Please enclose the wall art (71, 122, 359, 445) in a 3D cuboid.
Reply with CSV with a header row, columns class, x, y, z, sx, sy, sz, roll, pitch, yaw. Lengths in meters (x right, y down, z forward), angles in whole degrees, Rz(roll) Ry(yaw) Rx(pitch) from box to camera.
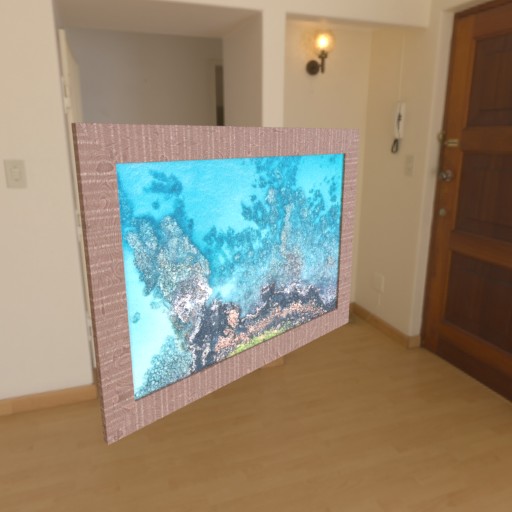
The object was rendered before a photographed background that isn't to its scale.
class,x,y,z,sx,sy,sz,roll,pitch,yaw
wall art,0.000,0.000,1.360,0.020,0.761,1.056,14,21,43
